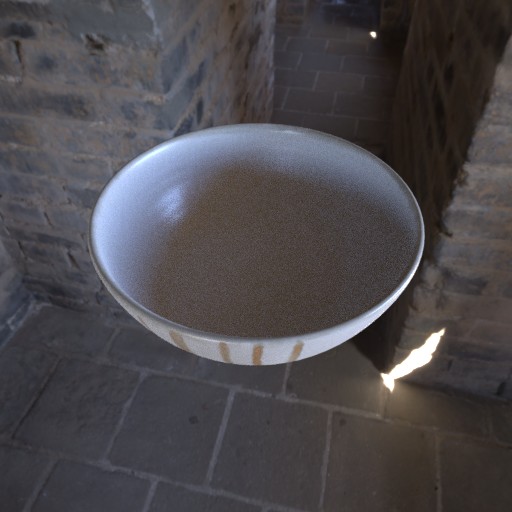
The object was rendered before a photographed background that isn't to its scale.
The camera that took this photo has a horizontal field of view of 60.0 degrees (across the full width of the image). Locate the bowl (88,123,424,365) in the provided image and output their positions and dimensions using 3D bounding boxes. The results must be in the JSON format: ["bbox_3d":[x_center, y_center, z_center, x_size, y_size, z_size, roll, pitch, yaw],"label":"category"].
[{"bbox_3d":[0.000,0.000,0.406,0.268,0.121,0.268,0,46,0],"label":"bowl"}]
